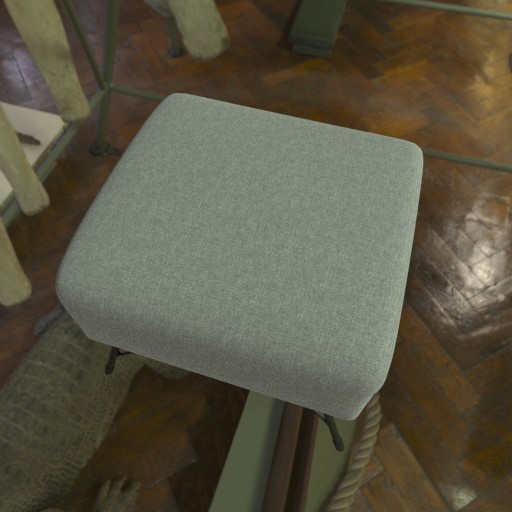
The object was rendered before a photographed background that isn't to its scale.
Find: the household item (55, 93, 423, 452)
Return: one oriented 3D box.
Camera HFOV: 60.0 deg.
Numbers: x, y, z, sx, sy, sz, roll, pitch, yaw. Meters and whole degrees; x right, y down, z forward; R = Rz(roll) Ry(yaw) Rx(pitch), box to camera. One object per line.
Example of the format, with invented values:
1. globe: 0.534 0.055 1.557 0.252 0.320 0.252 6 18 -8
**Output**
1. household item: 0.000 0.000 0.879 0.530 0.410 0.530 15 59 9
